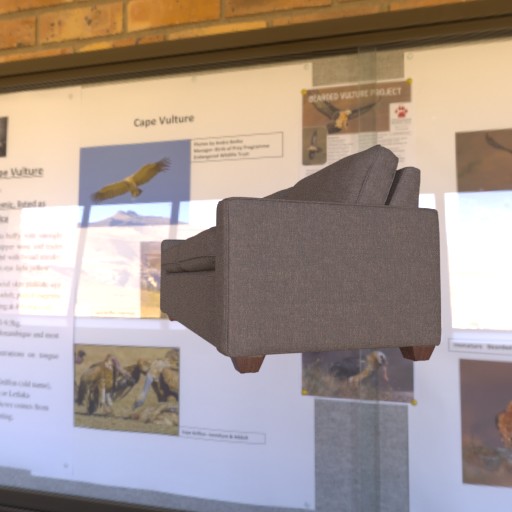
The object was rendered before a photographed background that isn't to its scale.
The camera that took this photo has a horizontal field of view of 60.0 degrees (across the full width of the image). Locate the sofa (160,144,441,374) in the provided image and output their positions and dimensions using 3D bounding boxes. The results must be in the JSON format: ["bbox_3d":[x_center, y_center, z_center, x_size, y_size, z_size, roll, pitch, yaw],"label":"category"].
[{"bbox_3d":[0.000,0.000,2.610,0.940,0.919,2.080,1,-3,-18],"label":"sofa"}]
